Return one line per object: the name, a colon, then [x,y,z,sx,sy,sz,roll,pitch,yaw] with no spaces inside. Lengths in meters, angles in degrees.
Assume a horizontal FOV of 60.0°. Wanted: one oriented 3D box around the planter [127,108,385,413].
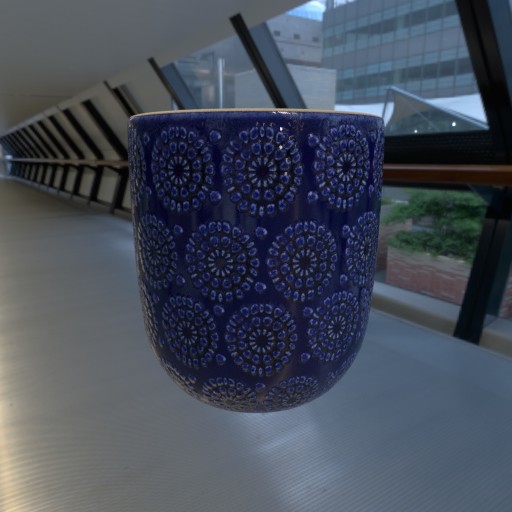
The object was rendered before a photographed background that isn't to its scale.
planter: [0.000,0.000,0.348,0.184,0.206,0.184,0,14,0]
